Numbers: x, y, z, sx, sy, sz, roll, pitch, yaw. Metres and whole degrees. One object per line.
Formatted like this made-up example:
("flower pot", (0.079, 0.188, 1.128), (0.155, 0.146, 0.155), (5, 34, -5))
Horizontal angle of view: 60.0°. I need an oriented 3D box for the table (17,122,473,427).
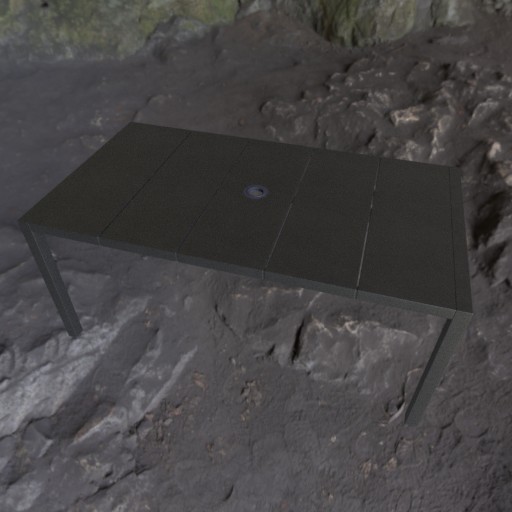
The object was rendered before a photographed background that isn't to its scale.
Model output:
("table", (0.000, 0.000, 2.123), (1.680, 0.735, 0.914), (11, 43, 12))
